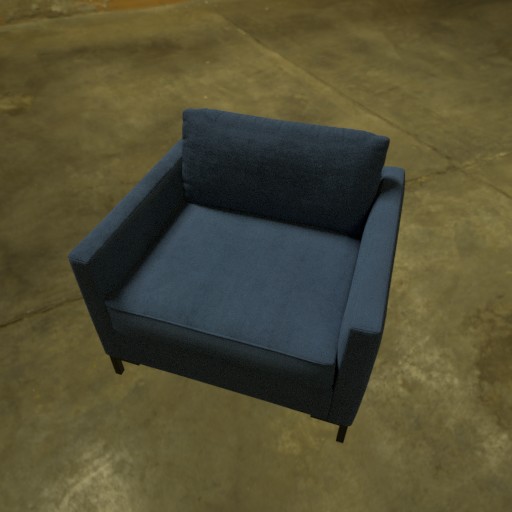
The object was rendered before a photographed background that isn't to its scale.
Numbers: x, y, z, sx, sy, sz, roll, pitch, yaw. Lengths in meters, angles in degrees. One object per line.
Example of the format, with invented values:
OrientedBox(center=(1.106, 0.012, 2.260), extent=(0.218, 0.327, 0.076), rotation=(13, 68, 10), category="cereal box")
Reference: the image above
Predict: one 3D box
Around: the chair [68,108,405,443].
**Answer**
OrientedBox(center=(0.000, 0.000, 1.652), extent=(0.964, 0.812, 0.875), rotation=(12, 44, 13), category="chair")
